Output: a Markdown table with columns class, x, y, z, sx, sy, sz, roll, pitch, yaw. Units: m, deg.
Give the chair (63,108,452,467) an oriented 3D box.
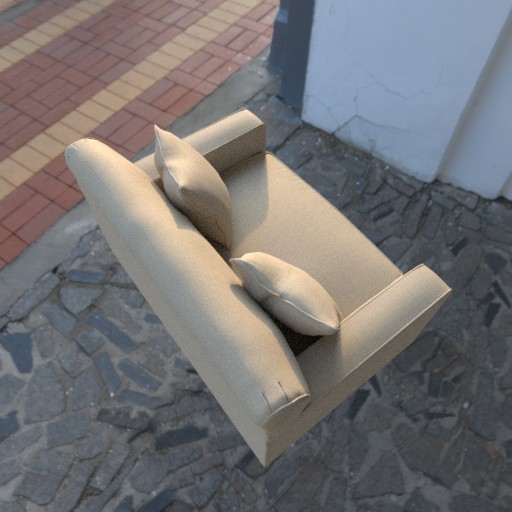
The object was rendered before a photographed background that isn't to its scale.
| class | x | y | z | sx | sy | sz | roll | pitch | yaw |
| --- | --- | --- | --- | --- | --- | --- | --- | --- | --- |
| chair | 0.000 | 0.000 | 2.025 | 1.000 | 0.948 | 1.383 | -33 | 63 | -19 |
